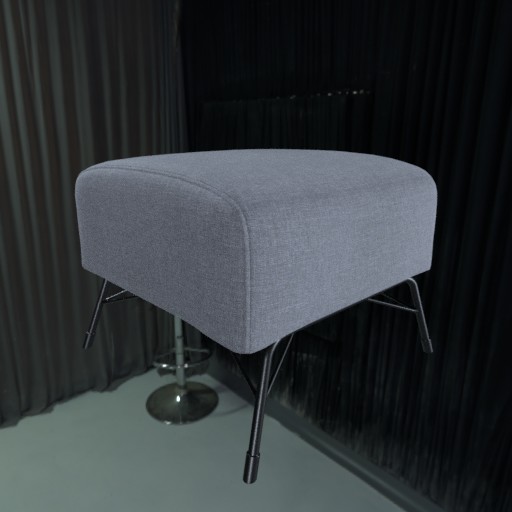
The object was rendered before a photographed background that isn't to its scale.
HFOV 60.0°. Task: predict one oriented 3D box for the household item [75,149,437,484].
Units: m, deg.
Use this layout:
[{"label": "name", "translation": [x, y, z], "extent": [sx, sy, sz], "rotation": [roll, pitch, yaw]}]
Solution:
[{"label": "household item", "translation": [0.000, 0.000, 0.882], "extent": [0.530, 0.410, 0.530], "rotation": [-15, 22, -42]}]
